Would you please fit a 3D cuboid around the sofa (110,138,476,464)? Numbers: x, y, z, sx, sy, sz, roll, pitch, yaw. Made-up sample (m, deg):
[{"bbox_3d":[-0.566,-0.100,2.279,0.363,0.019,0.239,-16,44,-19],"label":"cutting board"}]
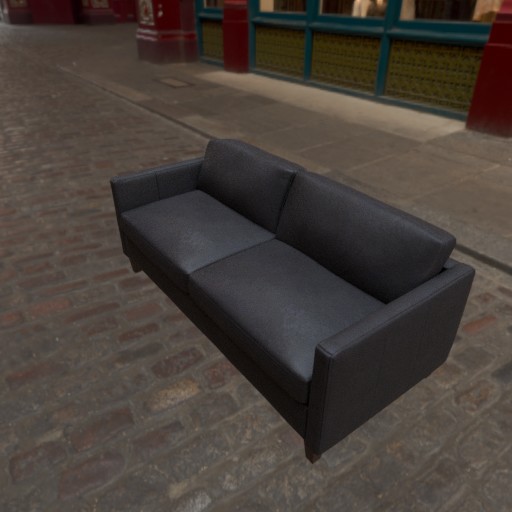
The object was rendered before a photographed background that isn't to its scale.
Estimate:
[{"bbox_3d":[0.000,0.000,2.454,0.933,0.863,1.971,-22,38,-31],"label":"sofa"}]
